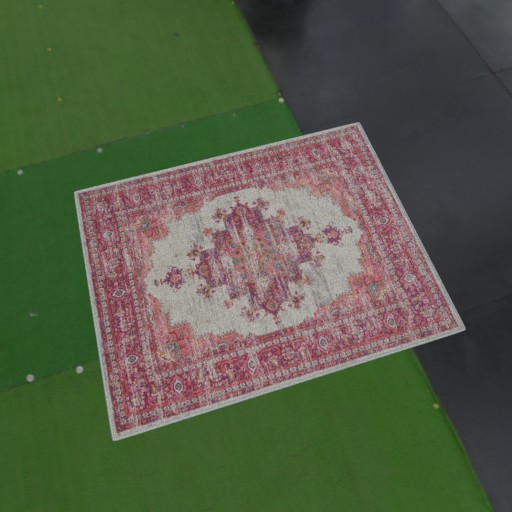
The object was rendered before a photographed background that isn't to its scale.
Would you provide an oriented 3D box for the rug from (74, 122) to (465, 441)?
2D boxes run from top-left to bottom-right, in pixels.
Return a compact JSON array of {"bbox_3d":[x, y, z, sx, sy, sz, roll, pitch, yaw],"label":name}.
[{"bbox_3d":[0.000,0.000,4.194,3.123,0.017,2.447,-15,66,-7],"label":"rug"}]
